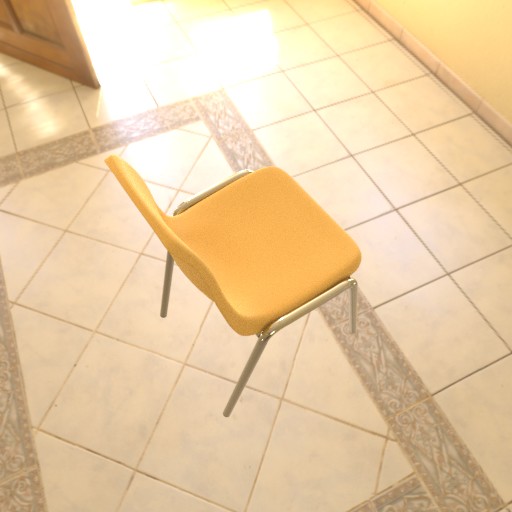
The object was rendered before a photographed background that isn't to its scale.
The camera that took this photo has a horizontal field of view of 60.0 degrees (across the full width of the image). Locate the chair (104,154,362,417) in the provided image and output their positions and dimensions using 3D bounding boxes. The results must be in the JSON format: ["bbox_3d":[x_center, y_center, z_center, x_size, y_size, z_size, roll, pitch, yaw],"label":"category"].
[{"bbox_3d":[0.000,0.000,0.976,0.436,0.704,0.381,-31,63,-18],"label":"chair"}]
